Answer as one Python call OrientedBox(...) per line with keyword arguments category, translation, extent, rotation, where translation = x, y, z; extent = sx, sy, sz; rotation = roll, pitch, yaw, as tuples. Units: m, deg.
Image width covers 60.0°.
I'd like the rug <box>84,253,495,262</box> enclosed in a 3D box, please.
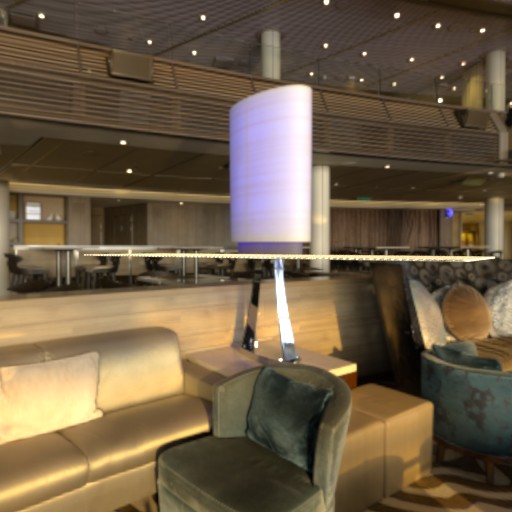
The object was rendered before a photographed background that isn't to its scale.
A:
OrientedBox(category="rug", translation=(0.000, 0.000, 2.474), extent=(2.286, 0.008, 0.686), rotation=(1, 1, 36))
